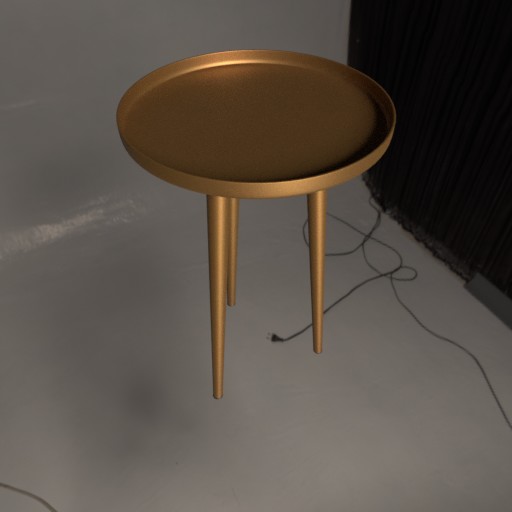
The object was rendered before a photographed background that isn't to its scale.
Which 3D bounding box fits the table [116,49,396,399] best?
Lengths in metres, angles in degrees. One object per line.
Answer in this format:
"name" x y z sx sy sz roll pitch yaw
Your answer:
"table" 0.000 0.000 0.655 0.299 0.480 0.299 -22 49 -20
